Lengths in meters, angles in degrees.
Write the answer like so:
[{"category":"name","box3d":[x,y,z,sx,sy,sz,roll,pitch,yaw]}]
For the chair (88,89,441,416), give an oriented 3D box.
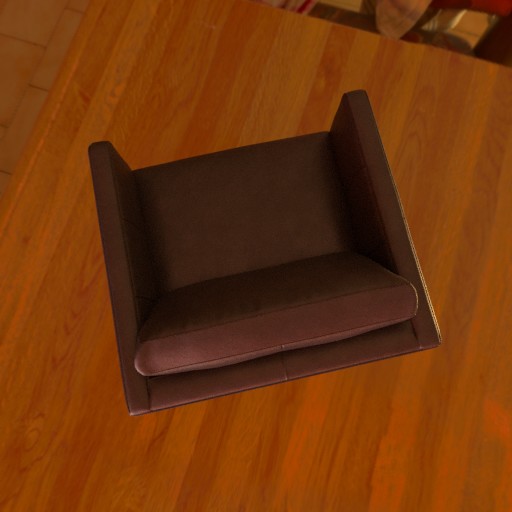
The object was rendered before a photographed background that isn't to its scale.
[{"category":"chair","box3d":[0.000,0.000,1.598,0.939,0.811,0.862,-12,78,-3]}]
